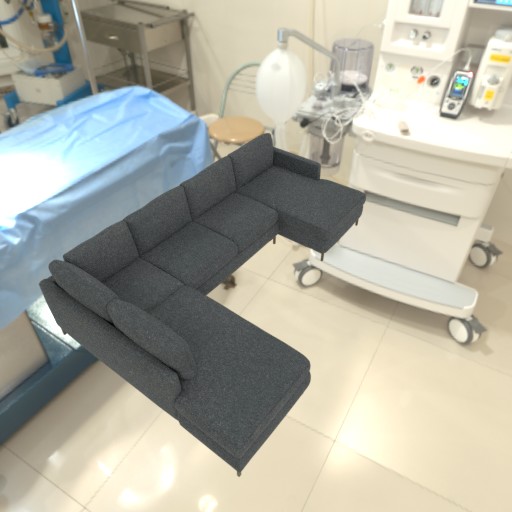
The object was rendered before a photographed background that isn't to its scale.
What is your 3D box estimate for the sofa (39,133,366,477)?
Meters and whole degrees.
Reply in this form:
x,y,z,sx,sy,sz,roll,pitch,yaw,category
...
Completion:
x,y,z,sx,sy,sz,roll,pitch,yaw,category
0.000,0.000,3.925,2.007,0.813,2.956,27,48,27,sofa
